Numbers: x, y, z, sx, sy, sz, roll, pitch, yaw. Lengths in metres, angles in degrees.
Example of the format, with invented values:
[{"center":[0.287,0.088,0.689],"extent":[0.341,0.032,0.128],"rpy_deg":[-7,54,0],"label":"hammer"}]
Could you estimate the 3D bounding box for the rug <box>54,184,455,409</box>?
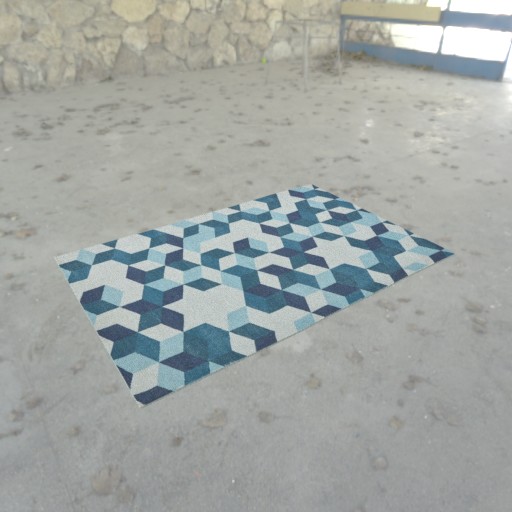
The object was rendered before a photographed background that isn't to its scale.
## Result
[{"center":[0.000,0.000,2.426],"extent":[1.829,0.014,1.235],"rpy_deg":[-20,37,-29],"label":"rug"}]
